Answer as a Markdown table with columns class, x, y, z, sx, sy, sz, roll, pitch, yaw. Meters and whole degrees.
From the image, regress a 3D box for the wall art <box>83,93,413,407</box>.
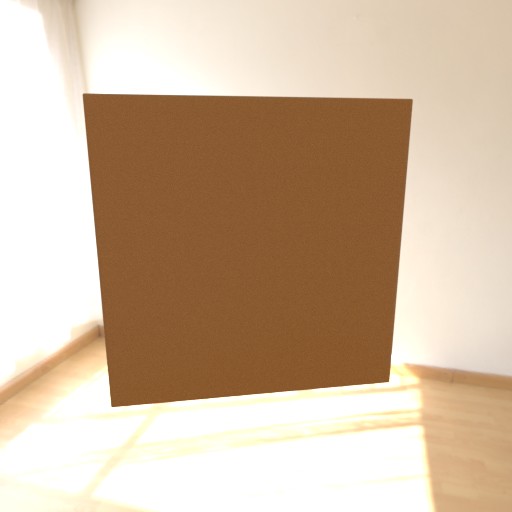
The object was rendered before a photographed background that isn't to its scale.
| class | x | y | z | sx | sy | sz | roll | pitch | yaw |
| --- | --- | --- | --- | --- | --- | --- | --- | --- | --- |
| wall art | 0.000 | 0.000 | 1.901 | 1.287 | 1.288 | 0.078 | -2 | 15 | -9 |
